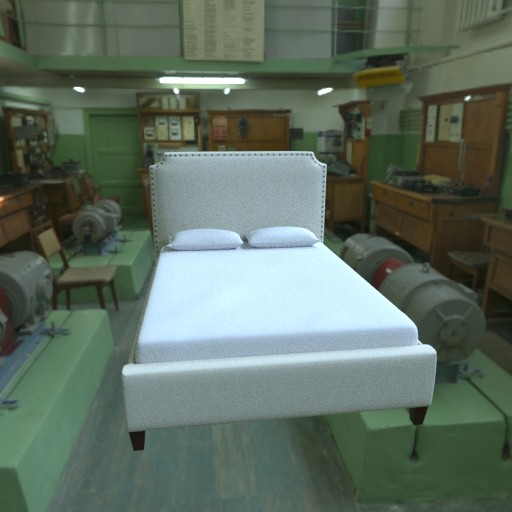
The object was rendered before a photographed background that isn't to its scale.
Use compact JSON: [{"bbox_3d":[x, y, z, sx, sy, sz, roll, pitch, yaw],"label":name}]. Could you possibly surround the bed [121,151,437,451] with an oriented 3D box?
[{"bbox_3d":[0.000,0.000,3.352,1.712,1.443,2.372,-2,16,-8],"label":"bed"}]
